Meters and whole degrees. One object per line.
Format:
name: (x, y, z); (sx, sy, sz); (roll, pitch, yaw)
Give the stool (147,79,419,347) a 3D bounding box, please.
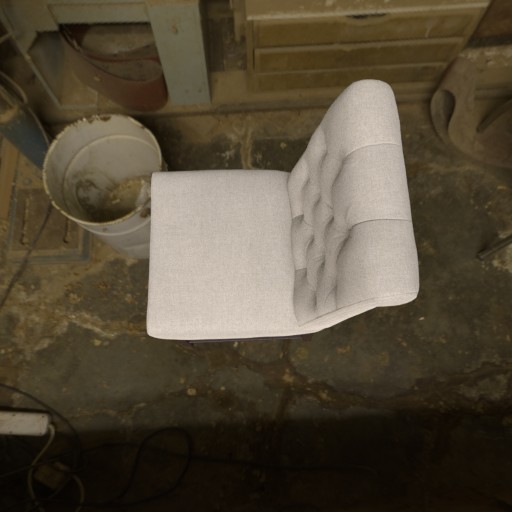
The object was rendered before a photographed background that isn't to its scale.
stool: (0.000, 0.000, 1.336); (0.601, 1.040, 0.493); (-2, 75, 0)
